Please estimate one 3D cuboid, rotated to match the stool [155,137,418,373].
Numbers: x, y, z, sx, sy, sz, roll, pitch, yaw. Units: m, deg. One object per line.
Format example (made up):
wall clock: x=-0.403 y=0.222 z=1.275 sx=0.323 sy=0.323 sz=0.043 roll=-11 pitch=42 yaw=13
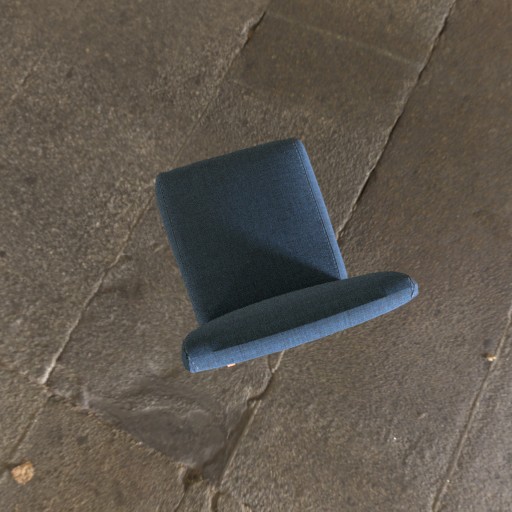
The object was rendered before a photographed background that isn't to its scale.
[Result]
stool: x=0.000 y=0.000 z=1.311 sx=0.454 sy=1.039 sz=0.567 roll=-17 pitch=77 yaw=-4
